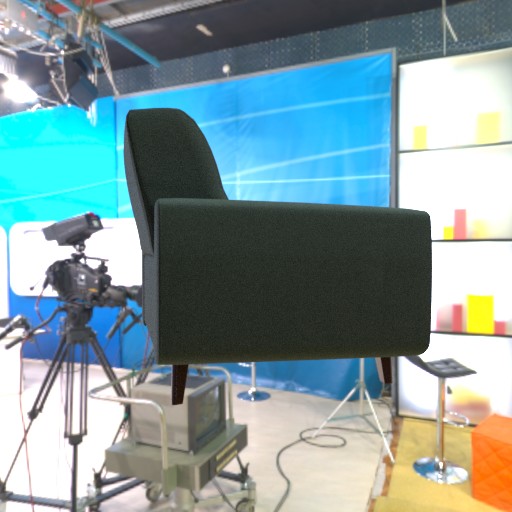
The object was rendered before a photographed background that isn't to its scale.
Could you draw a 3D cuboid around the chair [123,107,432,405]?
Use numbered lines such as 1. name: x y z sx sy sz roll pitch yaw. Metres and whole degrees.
1. chair: 0.000 0.000 1.593 0.909 0.841 0.831 0 1 -17
